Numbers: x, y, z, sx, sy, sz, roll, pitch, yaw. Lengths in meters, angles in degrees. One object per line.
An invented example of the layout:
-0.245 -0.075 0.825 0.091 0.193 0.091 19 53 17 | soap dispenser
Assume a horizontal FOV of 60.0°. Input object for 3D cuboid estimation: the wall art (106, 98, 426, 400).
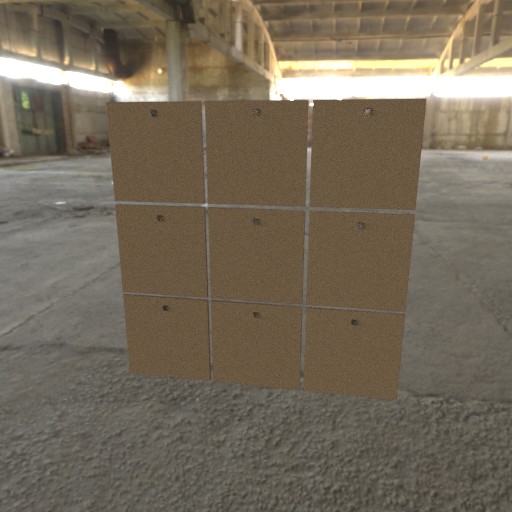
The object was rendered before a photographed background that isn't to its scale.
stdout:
0.000 0.000 1.836 1.221 1.218 0.019 3 16 10 | wall art
